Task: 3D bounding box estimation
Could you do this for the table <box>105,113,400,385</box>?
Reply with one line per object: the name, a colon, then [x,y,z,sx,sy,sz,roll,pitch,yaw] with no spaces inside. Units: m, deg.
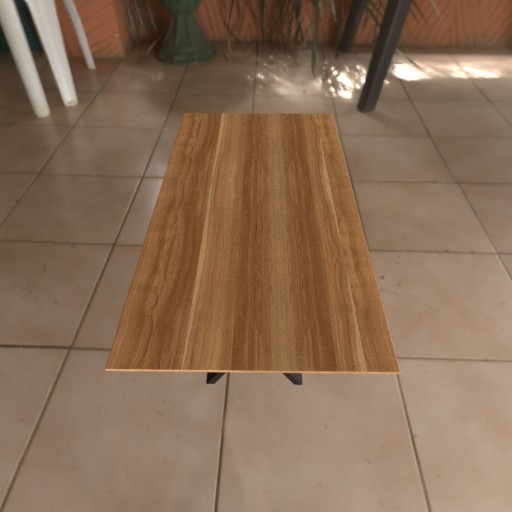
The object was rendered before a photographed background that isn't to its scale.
table: [0.000,0.000,2.496,1.000,0.770,2.000,0,42,1]
